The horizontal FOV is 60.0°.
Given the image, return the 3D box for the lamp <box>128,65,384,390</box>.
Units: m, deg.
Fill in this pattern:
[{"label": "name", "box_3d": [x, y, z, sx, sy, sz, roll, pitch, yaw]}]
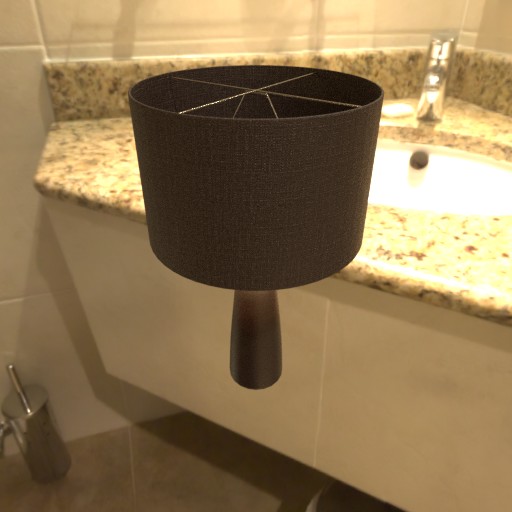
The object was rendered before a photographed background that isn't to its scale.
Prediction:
[{"label": "lamp", "box_3d": [0.000, 0.000, 0.668, 0.303, 0.488, 0.303, 0, 32, 0]}]
